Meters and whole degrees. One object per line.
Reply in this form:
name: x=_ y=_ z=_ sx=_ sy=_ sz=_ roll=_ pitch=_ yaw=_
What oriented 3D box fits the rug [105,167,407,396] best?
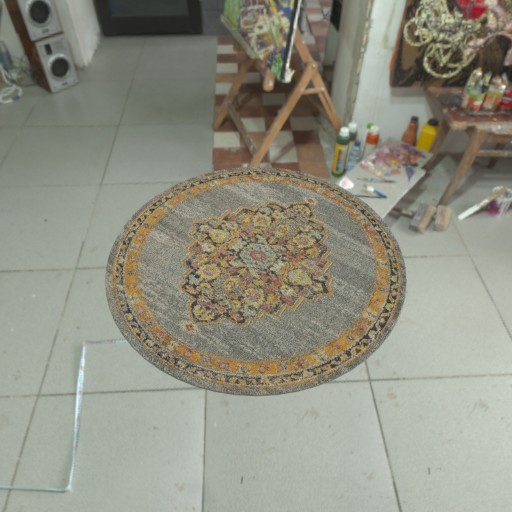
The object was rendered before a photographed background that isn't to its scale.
rug: x=0.000 y=0.000 z=3.587 sx=2.382 sy=0.014 sz=2.382 roll=0 pitch=48 yaw=0
